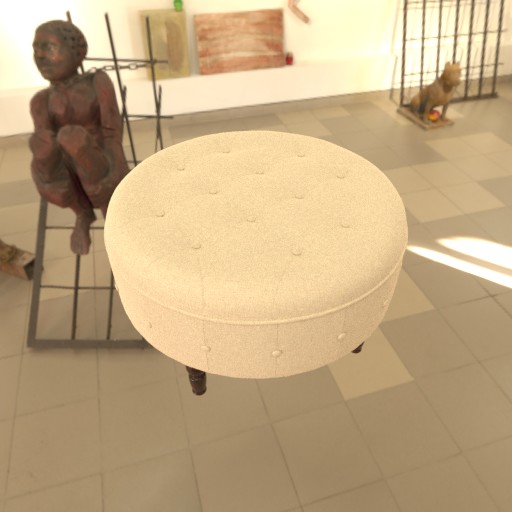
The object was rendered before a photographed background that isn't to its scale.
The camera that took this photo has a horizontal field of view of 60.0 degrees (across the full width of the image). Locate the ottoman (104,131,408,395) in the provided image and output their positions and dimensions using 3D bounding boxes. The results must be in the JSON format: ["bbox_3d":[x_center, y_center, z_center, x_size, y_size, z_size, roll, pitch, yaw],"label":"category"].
[{"bbox_3d":[0.000,0.000,1.387,0.848,0.494,0.848,0,41,0],"label":"ottoman"}]
